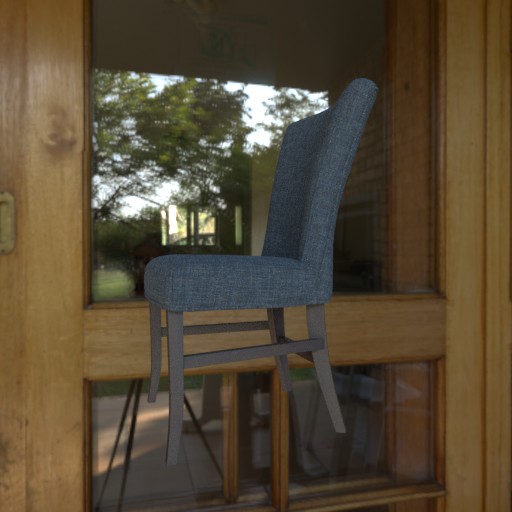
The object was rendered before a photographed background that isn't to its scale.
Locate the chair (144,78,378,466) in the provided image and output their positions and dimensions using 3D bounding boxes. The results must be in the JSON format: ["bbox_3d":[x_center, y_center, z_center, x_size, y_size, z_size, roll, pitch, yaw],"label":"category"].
[{"bbox_3d":[0.000,0.000,1.376,0.660,0.991,0.520,0,0,-19],"label":"chair"}]
